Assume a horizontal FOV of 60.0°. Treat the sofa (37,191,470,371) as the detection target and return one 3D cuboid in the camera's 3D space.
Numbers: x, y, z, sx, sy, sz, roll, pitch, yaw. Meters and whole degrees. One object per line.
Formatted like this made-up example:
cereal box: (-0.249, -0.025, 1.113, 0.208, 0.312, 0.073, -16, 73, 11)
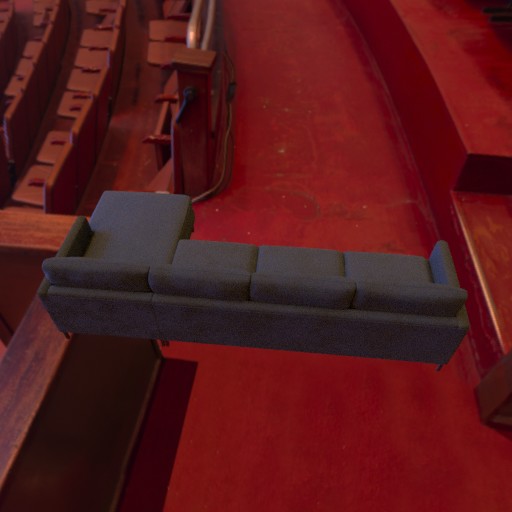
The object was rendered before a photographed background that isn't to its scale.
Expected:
sofa: (0.000, 0.000, 3.260, 2.725, 0.756, 1.255, 4, 47, 4)
